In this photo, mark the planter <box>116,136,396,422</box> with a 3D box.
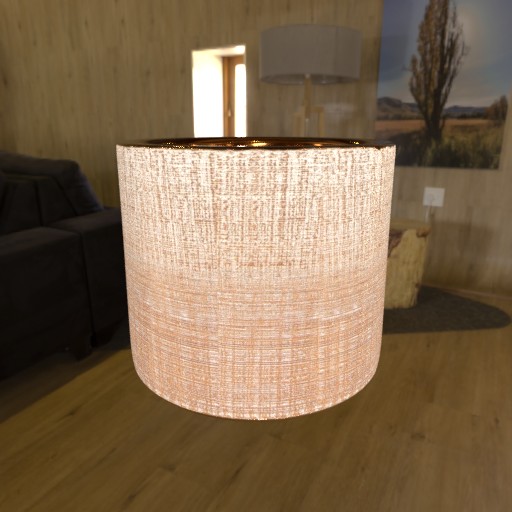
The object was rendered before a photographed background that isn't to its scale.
[{"bbox_3d":[0.000,0.000,0.310,0.177,0.157,0.177,0,17,0],"label":"planter"}]
